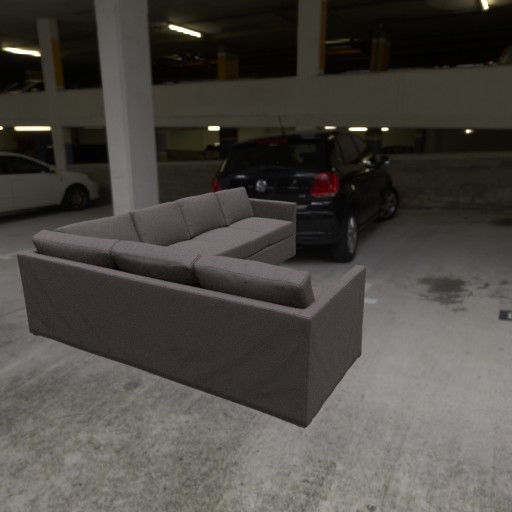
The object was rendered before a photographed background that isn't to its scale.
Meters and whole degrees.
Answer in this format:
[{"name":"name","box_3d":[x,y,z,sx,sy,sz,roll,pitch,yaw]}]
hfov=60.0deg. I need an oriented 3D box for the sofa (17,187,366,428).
[{"name":"sofa","box_3d":[0.000,0.000,4.195,2.432,0.871,3.182,9,19,28]}]
